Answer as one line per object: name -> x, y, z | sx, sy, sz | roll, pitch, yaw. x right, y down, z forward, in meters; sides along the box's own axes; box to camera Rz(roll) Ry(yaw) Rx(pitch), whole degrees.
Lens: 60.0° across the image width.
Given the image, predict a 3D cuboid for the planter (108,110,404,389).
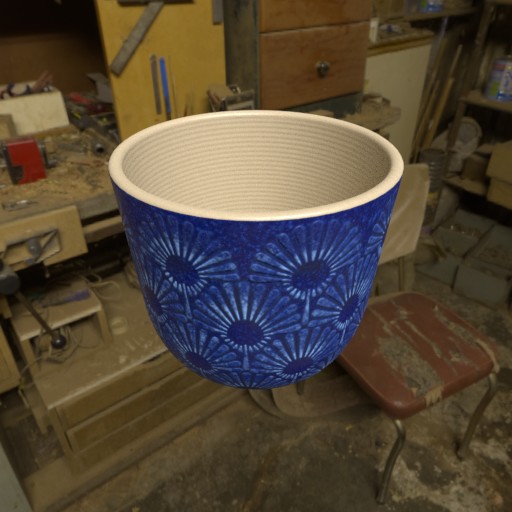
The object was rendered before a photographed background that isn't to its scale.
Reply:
planter -> 0.000, 0.000, 0.305 | 0.170, 0.153, 0.170 | 0, 33, 0
